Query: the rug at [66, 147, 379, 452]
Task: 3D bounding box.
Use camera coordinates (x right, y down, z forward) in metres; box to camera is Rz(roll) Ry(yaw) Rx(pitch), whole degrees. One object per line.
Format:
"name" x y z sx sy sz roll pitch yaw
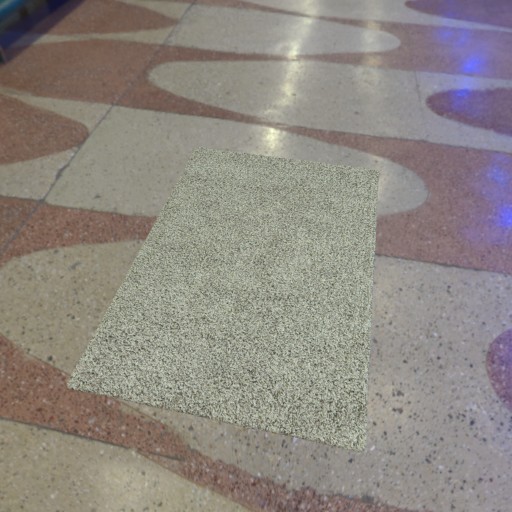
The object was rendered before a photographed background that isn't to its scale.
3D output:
"rug" 0.000 0.000 2.324 1.219 0.030 1.778 9 48 8
